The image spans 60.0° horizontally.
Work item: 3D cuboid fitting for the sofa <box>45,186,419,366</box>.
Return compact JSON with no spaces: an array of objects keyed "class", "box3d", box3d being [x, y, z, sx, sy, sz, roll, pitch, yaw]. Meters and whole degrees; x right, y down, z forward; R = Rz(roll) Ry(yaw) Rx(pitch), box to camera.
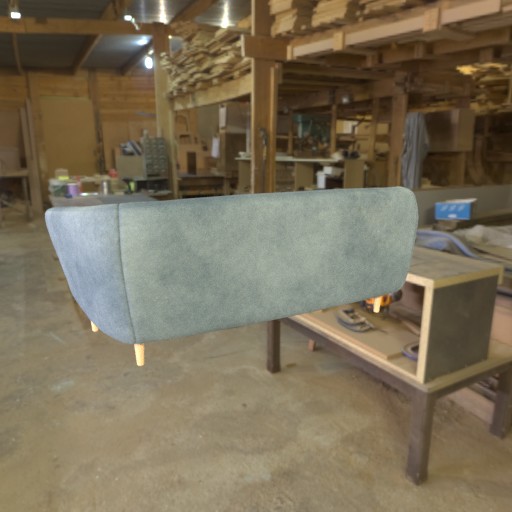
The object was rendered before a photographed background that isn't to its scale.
[{"class":"sofa","box3d":[0.000,0.000,2.527,2.095,0.795,0.849,-7,16,-27]}]
